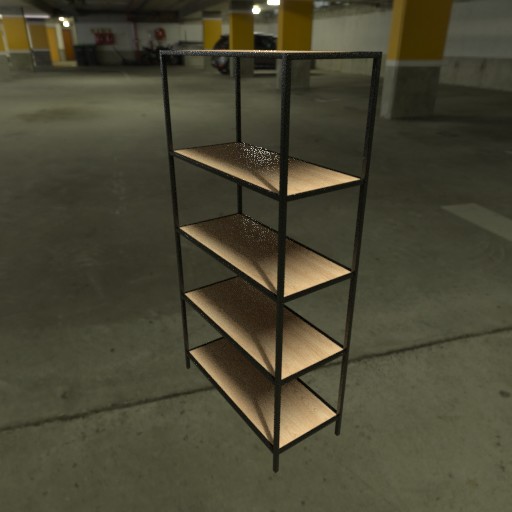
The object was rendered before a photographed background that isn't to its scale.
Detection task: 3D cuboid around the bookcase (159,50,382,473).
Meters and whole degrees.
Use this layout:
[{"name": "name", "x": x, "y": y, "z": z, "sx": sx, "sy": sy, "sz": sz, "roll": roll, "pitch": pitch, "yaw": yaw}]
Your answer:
[{"name": "bookcase", "x": 0.000, "y": 0.000, "z": 1.786, "sx": 0.350, "sy": 1.500, "sz": 0.770, "roll": -17, "pitch": 30, "yaw": -31}]
